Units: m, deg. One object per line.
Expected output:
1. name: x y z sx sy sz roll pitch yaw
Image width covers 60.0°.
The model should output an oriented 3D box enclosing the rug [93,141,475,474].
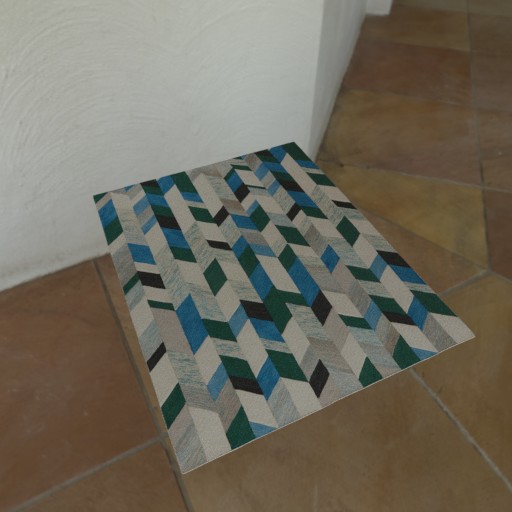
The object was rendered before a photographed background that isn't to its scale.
1. rug: 0.000 0.000 4.095 2.440 0.008 3.036 -19 50 -17
